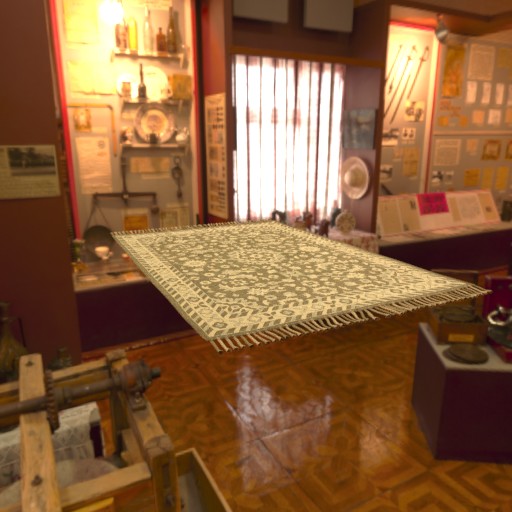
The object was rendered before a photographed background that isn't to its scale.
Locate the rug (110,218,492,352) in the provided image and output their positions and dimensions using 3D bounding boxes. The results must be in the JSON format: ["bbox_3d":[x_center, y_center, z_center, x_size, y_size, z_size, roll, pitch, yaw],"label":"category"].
[{"bbox_3d":[0.000,0.000,2.976,1.530,0.025,2.431,-7,16,-26],"label":"rug"}]
